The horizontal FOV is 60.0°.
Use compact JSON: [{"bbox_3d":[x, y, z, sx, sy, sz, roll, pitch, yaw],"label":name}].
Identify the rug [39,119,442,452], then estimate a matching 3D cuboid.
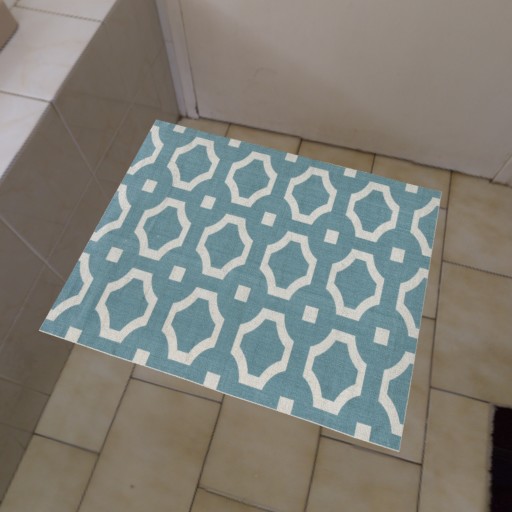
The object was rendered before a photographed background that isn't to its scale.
[{"bbox_3d":[0.000,0.000,4.042,3.049,0.021,2.466,16,65,8],"label":"rug"}]
